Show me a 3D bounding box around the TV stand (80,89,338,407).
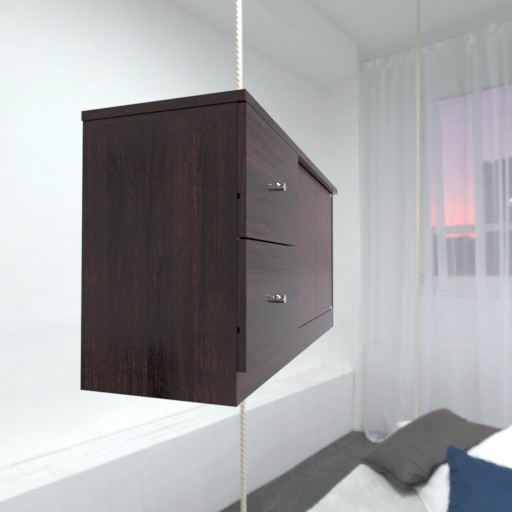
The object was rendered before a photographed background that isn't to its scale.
[{"bbox_3d":[0.000,0.000,1.463,0.404,0.614,1.192,0,-1,19],"label":"TV stand"}]
